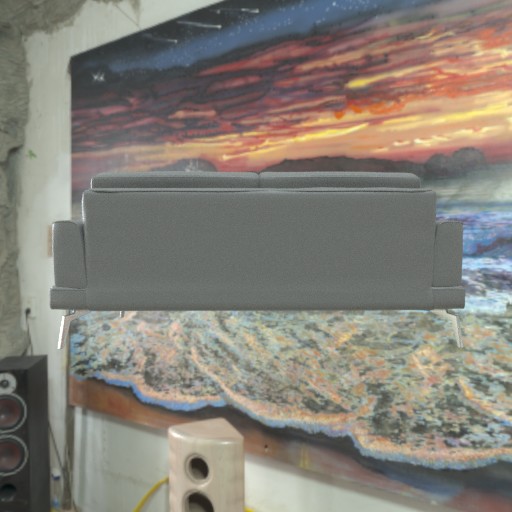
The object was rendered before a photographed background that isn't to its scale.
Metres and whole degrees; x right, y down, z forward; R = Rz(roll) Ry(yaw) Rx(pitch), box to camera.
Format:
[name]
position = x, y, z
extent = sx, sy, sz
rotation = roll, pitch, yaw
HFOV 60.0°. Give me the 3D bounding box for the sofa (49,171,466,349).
[sofa]
position = 0.000, 0.000, 2.776
extent = 2.177, 0.930, 1.121
rotation = 0, 1, -1
